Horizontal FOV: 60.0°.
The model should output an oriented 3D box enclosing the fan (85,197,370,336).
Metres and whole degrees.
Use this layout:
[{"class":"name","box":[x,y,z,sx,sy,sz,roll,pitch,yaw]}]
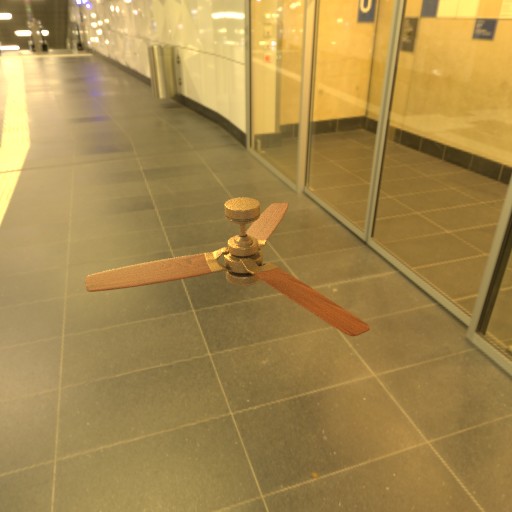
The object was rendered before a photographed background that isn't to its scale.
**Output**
[{"class":"fan","box":[0.000,0.000,2.135,1.416,0.425,1.271,-21,35,-33]}]
